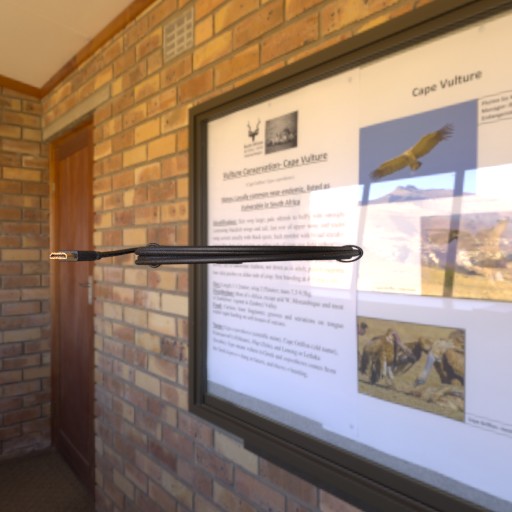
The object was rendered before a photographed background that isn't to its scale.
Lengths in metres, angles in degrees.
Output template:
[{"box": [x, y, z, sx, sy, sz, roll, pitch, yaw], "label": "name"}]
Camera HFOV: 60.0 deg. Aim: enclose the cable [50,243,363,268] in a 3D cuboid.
[{"box": [0.000, 0.000, 0.530, 0.257, 0.030, 0.422, 0, 0, 17], "label": "cable"}]
